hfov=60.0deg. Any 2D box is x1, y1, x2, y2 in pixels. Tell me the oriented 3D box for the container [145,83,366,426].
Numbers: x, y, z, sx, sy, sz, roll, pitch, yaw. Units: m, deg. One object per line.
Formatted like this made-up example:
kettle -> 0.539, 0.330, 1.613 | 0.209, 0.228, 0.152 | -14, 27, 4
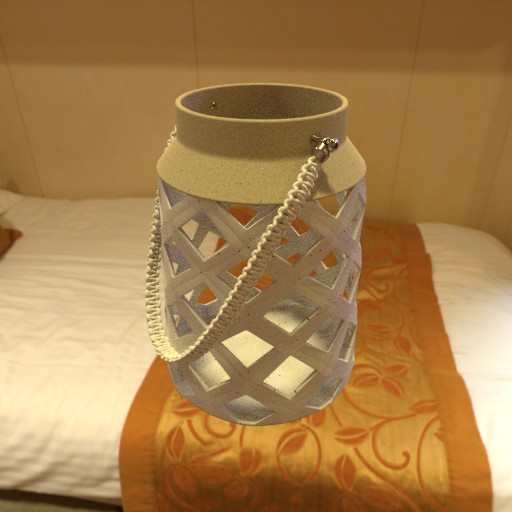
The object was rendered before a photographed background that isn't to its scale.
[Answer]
container -> 0.000, 0.000, 0.388 | 0.198, 0.264, 0.188 | -22, 38, -32
